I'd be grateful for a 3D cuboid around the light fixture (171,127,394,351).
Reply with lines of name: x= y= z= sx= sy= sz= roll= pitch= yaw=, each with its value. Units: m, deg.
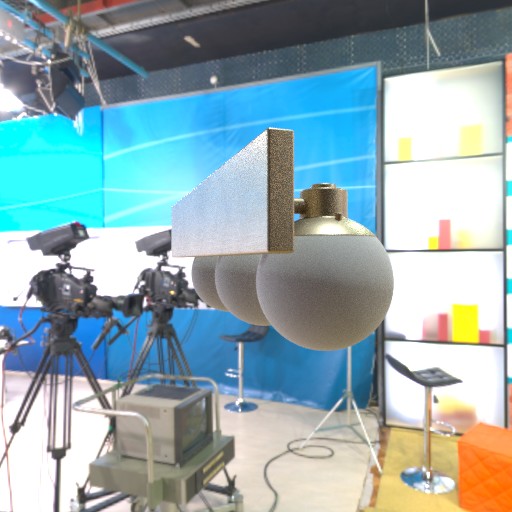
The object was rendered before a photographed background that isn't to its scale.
light fixture: x=0.000 y=0.000 z=0.840 sx=0.218 sy=0.263 sz=0.721 roll=0 pitch=-1 yaw=-19
